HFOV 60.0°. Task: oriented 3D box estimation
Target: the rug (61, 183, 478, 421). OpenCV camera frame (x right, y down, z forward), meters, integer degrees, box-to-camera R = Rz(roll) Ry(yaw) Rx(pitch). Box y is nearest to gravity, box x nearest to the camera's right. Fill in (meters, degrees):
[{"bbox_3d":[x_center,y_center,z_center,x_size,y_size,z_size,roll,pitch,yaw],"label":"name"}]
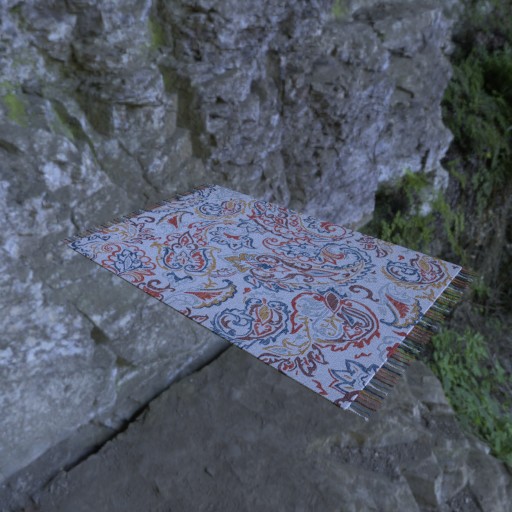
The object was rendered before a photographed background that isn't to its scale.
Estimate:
[{"bbox_3d":[0.000,0.000,2.447,1.997,0.010,1.218,23,38,34],"label":"rug"}]
